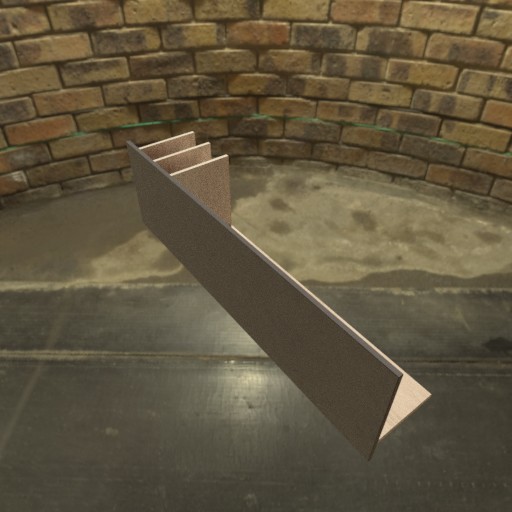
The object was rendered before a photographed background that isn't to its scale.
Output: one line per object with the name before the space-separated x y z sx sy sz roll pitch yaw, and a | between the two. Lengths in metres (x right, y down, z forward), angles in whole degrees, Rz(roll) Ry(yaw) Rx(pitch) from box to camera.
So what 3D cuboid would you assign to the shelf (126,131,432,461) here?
shelf | 0.000 0.000 1.156 0.200 0.300 1.020 -26 48 -27
